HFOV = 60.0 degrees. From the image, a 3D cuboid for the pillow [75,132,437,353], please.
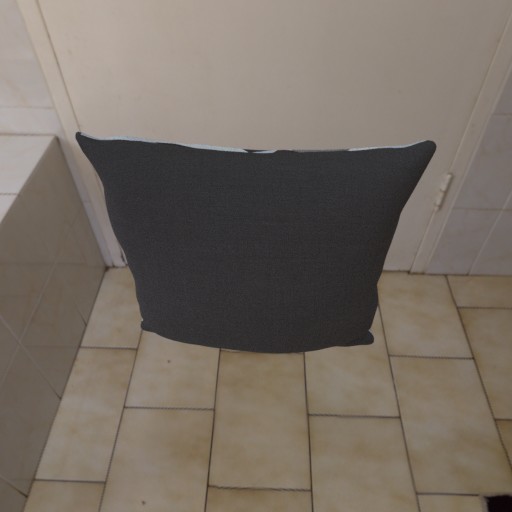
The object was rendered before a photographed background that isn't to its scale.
[{"bbox_3d":[0.000,0.000,0.779,0.503,0.496,0.208,3,47,3],"label":"pillow"}]
